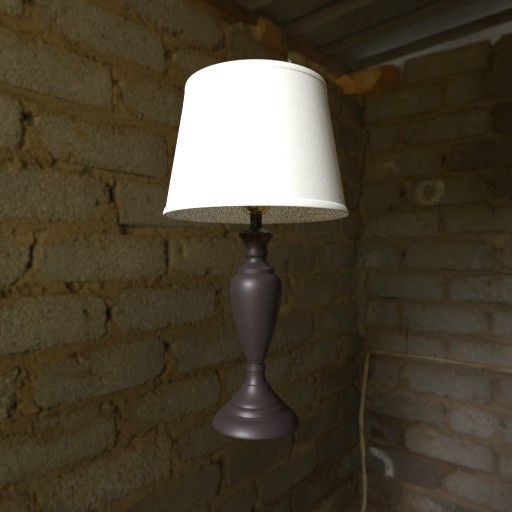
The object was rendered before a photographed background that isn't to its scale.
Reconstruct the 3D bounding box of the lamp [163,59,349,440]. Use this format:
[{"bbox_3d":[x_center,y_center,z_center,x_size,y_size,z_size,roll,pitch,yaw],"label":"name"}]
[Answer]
[{"bbox_3d":[0.000,0.000,0.816,0.335,0.611,0.335,0,0,0],"label":"lamp"}]
